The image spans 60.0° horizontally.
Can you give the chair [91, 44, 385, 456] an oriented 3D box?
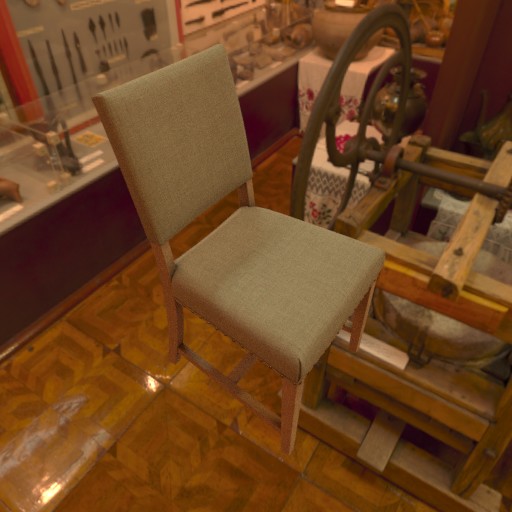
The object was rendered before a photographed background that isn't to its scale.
[{"bbox_3d":[0.000,0.000,1.313,0.622,0.986,0.508,26,48,25],"label":"chair"}]
